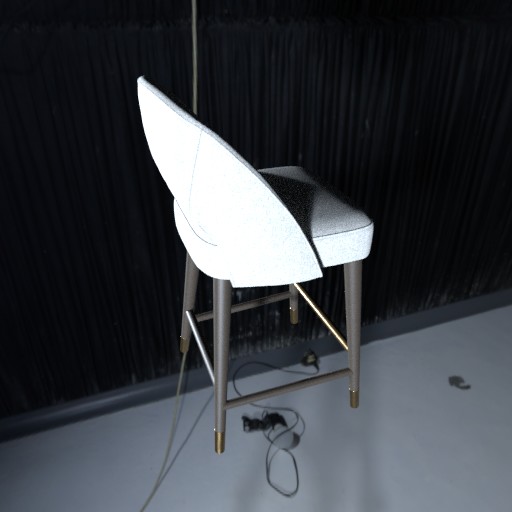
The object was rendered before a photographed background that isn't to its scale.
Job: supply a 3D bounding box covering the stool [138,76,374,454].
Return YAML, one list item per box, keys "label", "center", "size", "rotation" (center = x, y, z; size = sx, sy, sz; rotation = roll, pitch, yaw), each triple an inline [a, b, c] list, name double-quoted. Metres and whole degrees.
- label: "stool"
  center: [0.000, 0.000, 1.216]
  size: [0.509, 0.940, 0.494]
  rotation: [-11, 33, -18]
